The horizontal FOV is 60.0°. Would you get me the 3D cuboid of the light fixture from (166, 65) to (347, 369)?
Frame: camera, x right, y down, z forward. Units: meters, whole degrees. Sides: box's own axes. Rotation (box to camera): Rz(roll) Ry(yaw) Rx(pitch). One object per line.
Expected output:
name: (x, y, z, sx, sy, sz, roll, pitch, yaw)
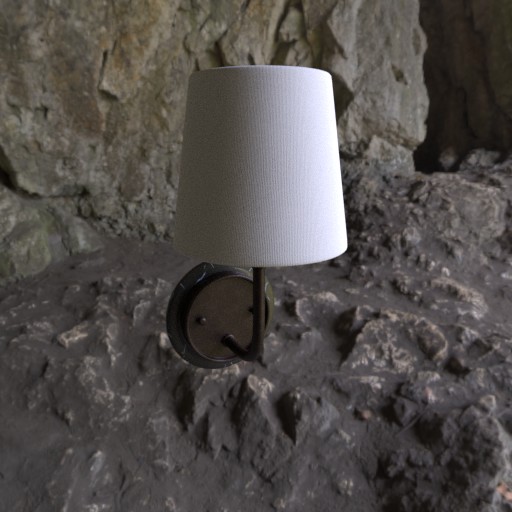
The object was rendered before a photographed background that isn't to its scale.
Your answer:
light fixture: (0.000, 0.000, 0.448, 0.168, 0.337, 0.188, -7, 17, -26)
